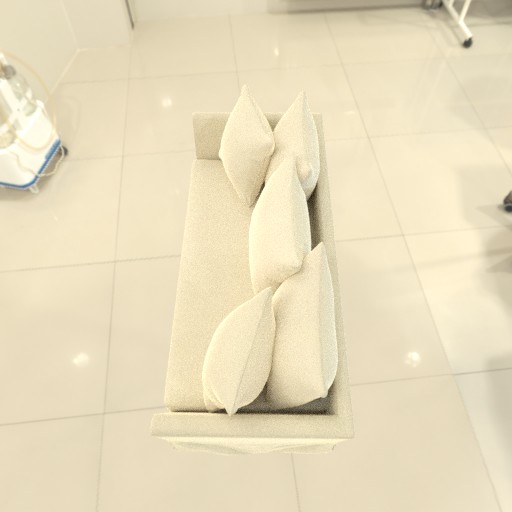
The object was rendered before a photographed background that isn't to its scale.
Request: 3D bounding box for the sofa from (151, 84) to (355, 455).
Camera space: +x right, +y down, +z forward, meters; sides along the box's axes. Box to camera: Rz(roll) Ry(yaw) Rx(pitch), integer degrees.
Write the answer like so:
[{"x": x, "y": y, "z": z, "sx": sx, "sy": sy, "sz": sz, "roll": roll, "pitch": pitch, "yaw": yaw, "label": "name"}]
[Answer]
[{"x": 0.000, "y": 0.000, "z": 2.874, "sx": 1.031, "sy": 1.034, "sz": 2.290, "roll": 1, "pitch": 57, "yaw": 0, "label": "sofa"}]
